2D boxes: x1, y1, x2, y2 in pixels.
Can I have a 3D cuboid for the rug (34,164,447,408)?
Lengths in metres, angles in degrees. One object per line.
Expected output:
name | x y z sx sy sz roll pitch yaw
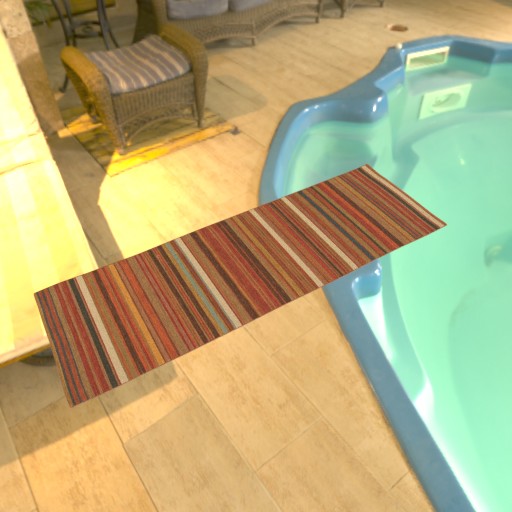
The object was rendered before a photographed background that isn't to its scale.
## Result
rug | 0.000 0.000 2.682 2.444 0.030 0.799 -23 50 -21
